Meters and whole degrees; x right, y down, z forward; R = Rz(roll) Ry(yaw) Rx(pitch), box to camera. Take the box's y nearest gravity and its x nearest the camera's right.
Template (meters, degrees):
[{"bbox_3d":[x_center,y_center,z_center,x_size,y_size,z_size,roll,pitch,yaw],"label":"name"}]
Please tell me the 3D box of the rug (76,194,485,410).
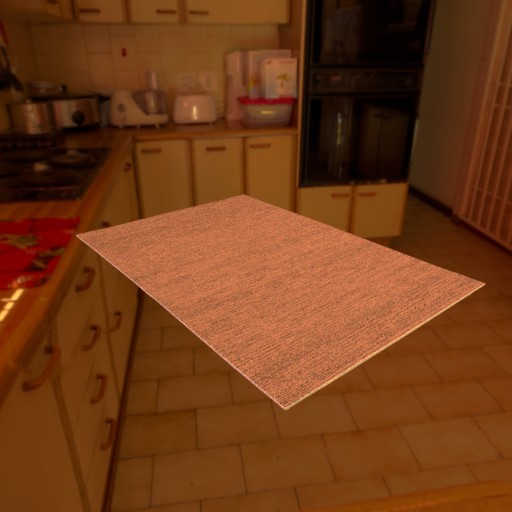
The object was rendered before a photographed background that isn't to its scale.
[{"bbox_3d":[0.000,0.000,2.986,1.616,0.030,2.338,-19,31,-35],"label":"rug"}]
